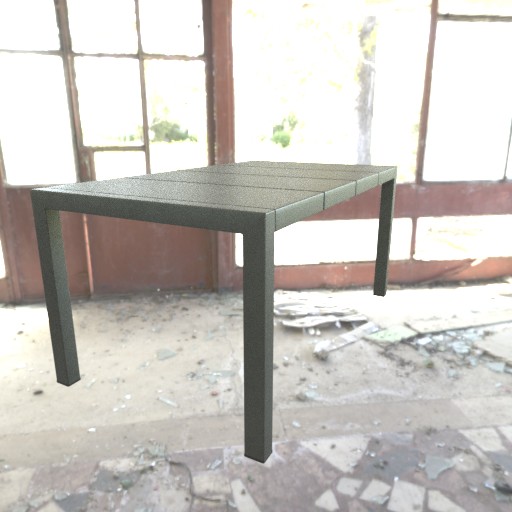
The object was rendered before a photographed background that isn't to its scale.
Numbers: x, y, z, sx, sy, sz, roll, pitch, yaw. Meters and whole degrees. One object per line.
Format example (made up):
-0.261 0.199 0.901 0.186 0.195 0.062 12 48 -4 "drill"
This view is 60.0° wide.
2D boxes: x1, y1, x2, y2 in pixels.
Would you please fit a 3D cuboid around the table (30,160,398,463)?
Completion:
0.000 0.000 1.271 0.559 0.460 0.965 9 18 27 "table"
